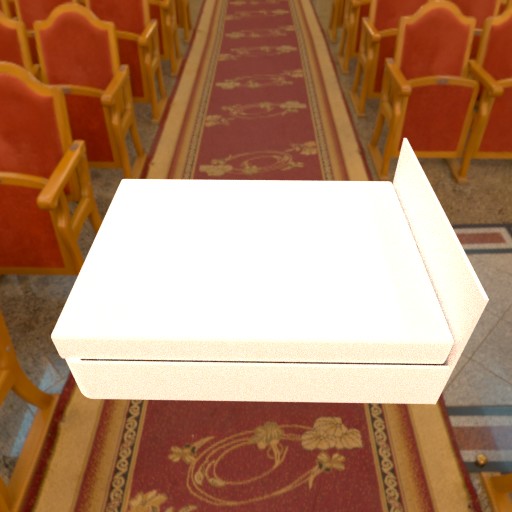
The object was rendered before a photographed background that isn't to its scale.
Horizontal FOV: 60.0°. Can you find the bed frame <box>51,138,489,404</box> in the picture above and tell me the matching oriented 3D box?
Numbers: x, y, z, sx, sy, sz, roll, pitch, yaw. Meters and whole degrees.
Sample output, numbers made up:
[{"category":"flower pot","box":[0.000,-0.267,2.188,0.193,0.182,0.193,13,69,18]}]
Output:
[{"category":"bed frame","box":[0.000,0.000,2.585,1.900,0.800,1.400,1,42,1]}]
